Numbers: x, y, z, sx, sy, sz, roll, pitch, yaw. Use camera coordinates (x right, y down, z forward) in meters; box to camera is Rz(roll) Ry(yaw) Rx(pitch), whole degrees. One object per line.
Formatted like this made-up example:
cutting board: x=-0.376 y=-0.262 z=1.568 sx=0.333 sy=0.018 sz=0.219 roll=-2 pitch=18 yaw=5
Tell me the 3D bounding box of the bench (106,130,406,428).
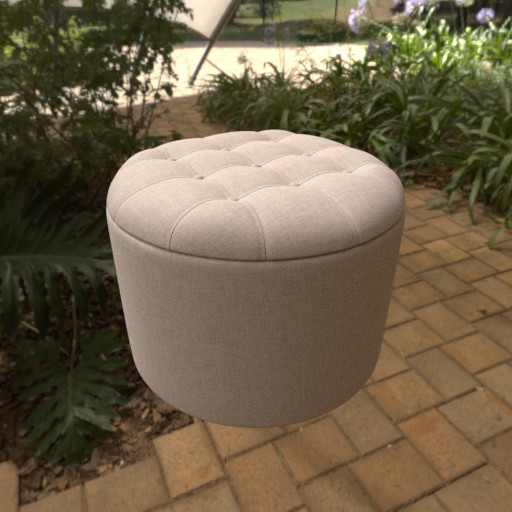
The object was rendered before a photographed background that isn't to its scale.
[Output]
bench: x=0.000 y=0.000 z=0.995 sx=0.600 sy=0.453 sz=0.600 roll=0 pitch=30 yaw=0
